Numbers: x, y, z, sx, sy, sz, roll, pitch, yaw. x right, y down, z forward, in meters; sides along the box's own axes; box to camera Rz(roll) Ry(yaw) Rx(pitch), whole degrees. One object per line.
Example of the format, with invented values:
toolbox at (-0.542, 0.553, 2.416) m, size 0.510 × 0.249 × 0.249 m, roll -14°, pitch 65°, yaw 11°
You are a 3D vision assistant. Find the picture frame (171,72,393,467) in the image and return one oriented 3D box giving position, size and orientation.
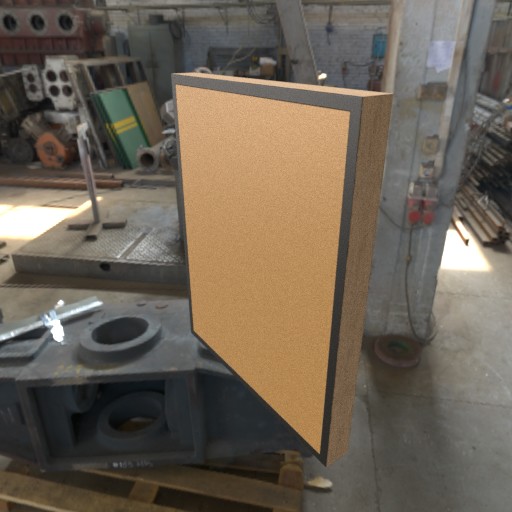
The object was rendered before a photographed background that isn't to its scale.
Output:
picture frame at (0.000, 0.000, 0.715) m, size 0.046 × 0.526 × 0.421 m, roll -18°, pitch 31°, yaw -32°
